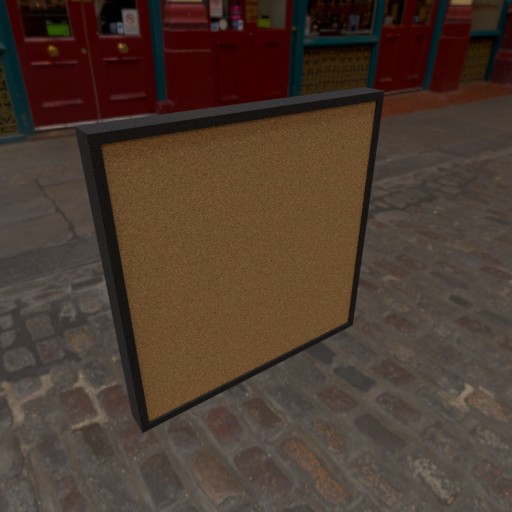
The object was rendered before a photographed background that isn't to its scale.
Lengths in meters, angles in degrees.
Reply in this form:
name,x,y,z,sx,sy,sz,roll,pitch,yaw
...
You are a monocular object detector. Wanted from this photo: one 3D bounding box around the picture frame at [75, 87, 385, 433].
name,x,y,z,sx,sy,sz,roll,pitch,yaw
picture frame,0.000,0.000,0.485,0.317,0.317,0.030,-19,35,-30
